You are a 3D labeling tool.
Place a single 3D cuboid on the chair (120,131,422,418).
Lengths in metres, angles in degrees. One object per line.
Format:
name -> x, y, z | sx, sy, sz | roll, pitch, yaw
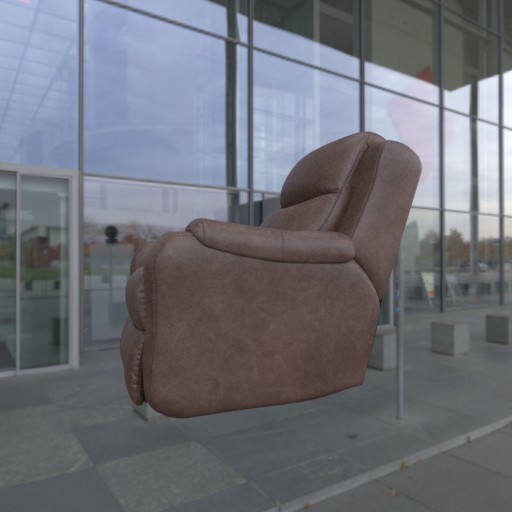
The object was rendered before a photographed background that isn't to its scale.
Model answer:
chair -> 0.000, 0.000, 1.842 | 1.067, 0.990, 0.940 | 0, -1, -19
